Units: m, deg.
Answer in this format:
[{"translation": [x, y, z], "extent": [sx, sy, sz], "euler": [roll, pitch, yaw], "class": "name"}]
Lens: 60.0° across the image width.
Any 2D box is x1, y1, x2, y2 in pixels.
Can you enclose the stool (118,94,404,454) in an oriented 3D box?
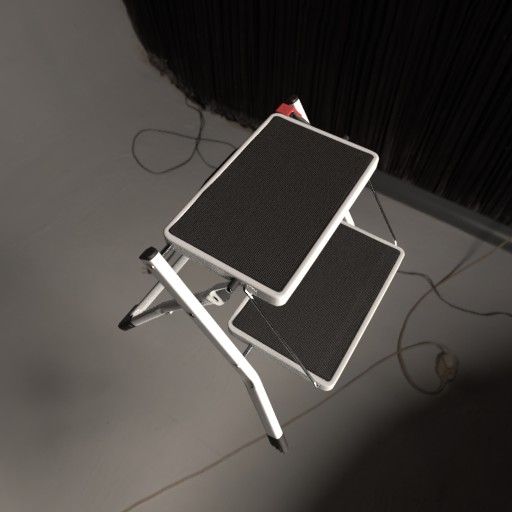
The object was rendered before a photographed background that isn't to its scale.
[{"translation": [0.000, 0.000, 0.865], "extent": [0.490, 0.445, 0.485], "euler": [28, 61, 17], "class": "stool"}]
